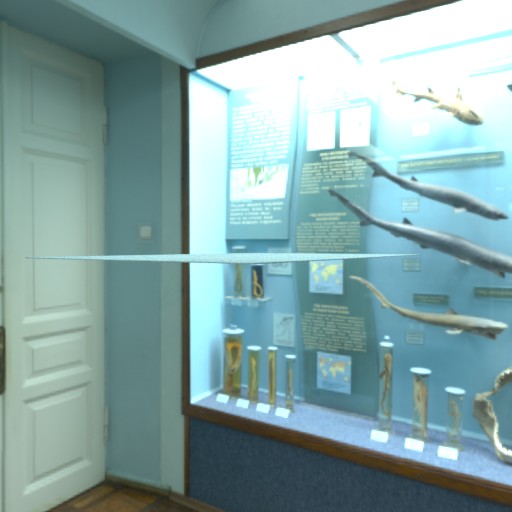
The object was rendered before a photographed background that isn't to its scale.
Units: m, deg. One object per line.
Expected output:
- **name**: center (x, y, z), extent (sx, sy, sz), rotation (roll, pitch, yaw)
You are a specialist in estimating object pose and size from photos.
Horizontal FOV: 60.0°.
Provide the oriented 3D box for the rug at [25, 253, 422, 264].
- **rug**: center (0.000, 0.000, 3.768), extent (1.982, 0.006, 2.895), rotation (1, 1, 35)
